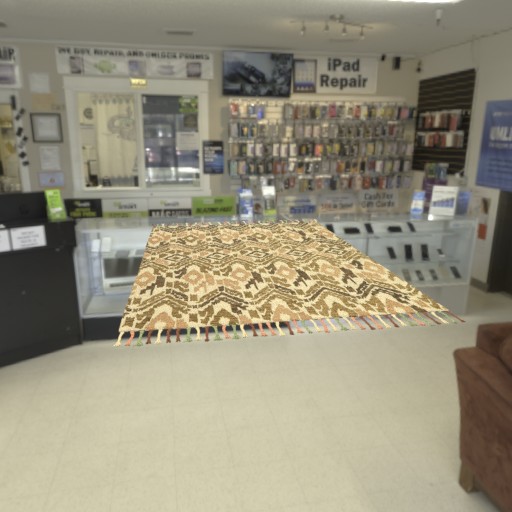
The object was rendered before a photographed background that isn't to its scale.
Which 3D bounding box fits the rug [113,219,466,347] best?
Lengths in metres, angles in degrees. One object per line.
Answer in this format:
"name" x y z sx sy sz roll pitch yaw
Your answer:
"rug" 0.000 0.000 2.961 1.524 0.008 2.438 -2 16 -9
